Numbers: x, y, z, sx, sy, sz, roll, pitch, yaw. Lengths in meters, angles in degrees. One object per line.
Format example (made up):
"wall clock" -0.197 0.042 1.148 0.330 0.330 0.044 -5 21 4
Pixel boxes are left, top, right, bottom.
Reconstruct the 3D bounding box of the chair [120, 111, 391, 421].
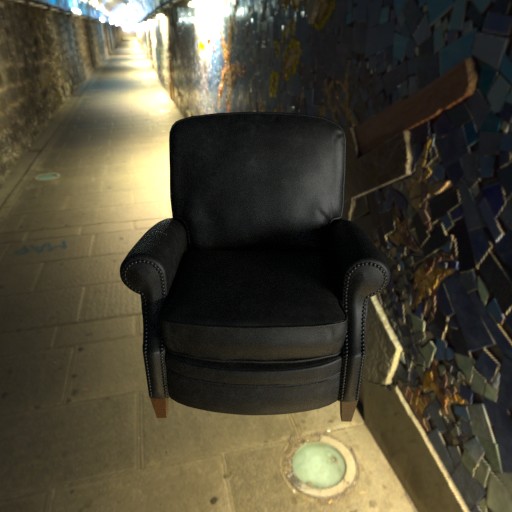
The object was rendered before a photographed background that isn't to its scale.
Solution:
"chair" 0.000 0.000 1.790 0.936 1.018 0.986 1 27 1
